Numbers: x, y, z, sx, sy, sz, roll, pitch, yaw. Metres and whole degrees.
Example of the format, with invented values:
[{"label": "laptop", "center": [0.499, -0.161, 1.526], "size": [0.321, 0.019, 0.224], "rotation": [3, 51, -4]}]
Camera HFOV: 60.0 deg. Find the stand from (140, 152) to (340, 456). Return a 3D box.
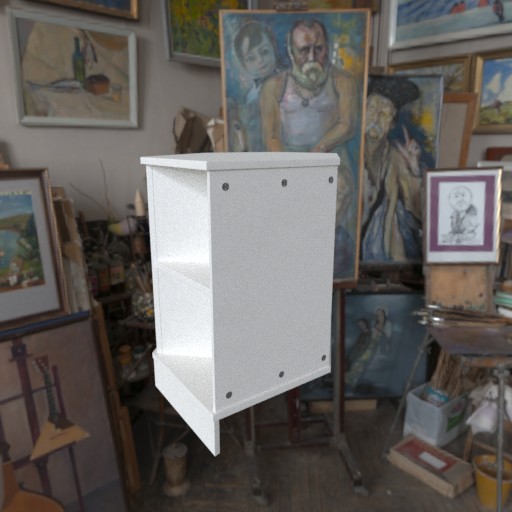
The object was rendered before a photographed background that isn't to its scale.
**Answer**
[{"label": "stand", "center": [0.000, 0.000, 1.377], "size": [0.477, 0.614, 1.072], "rotation": [2, 14, 9]}]
